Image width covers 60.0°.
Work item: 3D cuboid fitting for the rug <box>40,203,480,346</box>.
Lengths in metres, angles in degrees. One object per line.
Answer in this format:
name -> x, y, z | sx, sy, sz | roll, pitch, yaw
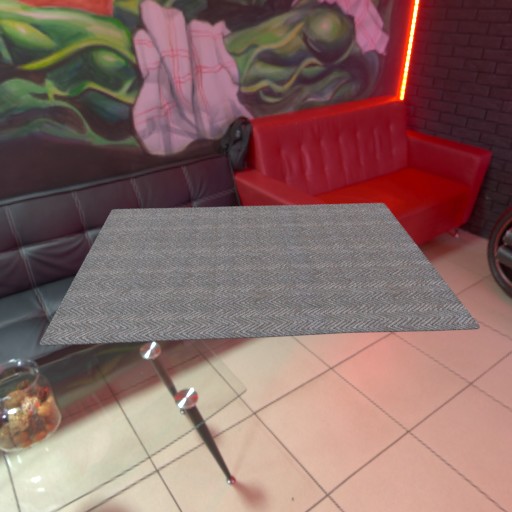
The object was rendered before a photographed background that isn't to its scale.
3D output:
rug -> 0.000, 0.000, 5.197 | 3.957, 0.011, 2.894 | -2, 30, -3
